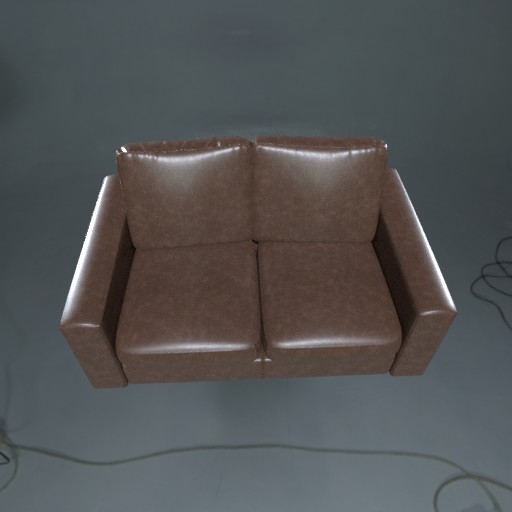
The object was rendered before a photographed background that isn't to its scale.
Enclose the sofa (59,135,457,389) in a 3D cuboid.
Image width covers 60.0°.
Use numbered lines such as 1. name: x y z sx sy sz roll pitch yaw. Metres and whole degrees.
1. sofa: 0.000 0.000 2.176 1.616 0.873 1.016 -2 47 -2
